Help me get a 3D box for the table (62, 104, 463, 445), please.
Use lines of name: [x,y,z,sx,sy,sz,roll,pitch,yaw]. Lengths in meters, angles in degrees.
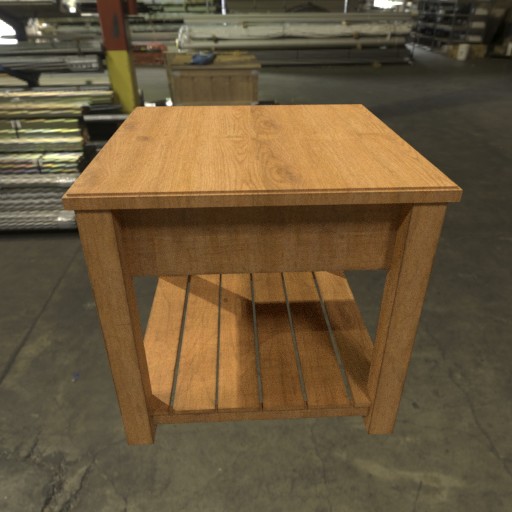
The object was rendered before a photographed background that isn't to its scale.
table: [0.000,0.000,1.090,0.616,0.593,0.612,-1,31,-3]
